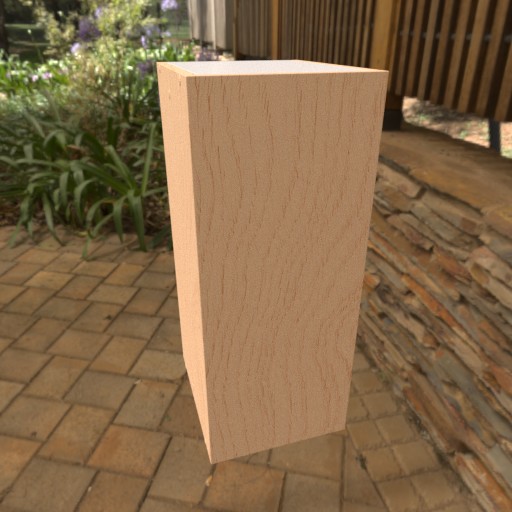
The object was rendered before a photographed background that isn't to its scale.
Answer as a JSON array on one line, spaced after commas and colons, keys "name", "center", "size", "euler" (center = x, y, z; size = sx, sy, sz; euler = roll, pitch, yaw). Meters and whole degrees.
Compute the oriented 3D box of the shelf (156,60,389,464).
[{"name": "shelf", "center": [0.000, 0.000, 0.760], "size": [0.250, 0.600, 0.290], "euler": [-8, 27, -16]}]
